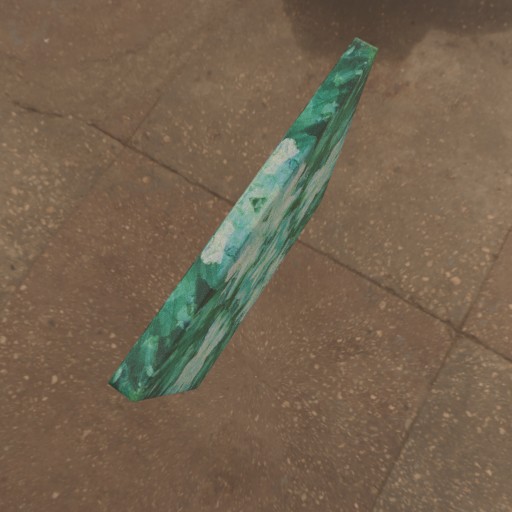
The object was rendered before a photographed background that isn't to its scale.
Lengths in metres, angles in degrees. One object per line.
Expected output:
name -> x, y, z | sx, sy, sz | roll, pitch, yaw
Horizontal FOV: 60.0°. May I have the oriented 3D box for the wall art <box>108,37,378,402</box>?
wall art -> 0.000, 0.000, 0.747 | 0.038, 0.508, 0.507 | 32, 77, 8
